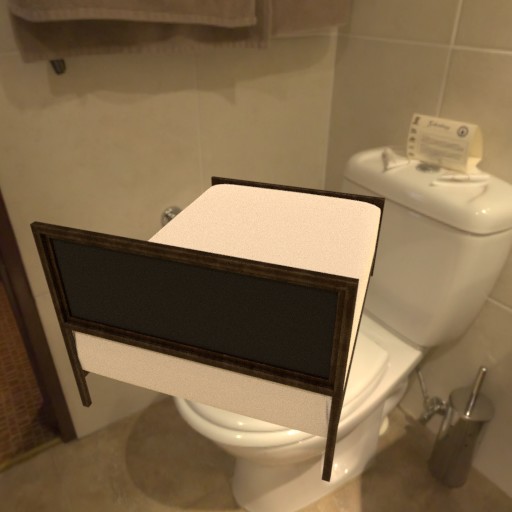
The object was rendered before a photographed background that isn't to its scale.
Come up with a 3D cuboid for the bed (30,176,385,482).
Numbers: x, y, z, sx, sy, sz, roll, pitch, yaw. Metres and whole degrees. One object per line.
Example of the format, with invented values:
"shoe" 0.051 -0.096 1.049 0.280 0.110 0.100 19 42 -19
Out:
"bed" 0.000 0.000 3.206 1.607 1.313 2.221 10 32 16
